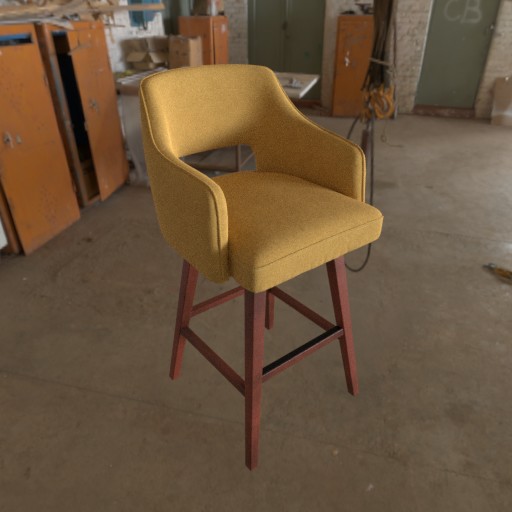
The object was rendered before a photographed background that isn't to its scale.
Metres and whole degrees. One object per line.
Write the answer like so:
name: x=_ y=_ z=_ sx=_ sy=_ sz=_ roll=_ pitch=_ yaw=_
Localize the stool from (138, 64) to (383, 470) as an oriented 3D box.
stool: x=0.000 y=0.000 z=1.333 sx=0.548 sy=1.012 sz=0.558 roll=-22 pitch=36 yaw=-33
